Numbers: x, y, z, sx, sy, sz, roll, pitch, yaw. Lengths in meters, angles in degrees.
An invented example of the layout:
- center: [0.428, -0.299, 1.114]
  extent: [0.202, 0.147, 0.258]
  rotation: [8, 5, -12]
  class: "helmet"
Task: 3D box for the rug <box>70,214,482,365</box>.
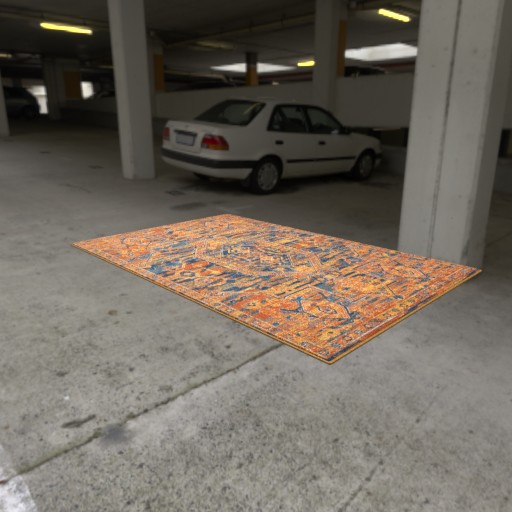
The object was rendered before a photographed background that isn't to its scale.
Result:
- center: [0.000, 0.000, 2.220]
  extent: [1.148, 0.013, 1.758]
  rotation: [-16, 23, -42]
  class: "rug"
